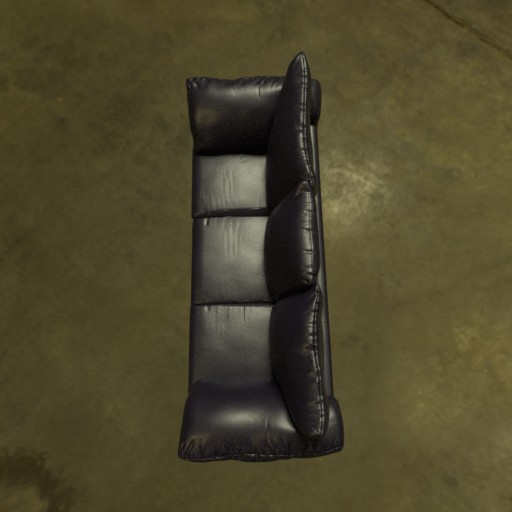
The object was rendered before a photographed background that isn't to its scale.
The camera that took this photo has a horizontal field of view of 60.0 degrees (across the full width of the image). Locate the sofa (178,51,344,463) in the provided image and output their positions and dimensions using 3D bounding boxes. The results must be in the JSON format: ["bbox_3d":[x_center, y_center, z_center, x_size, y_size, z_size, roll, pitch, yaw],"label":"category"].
[{"bbox_3d":[0.000,0.000,2.808,0.880,1.073,2.336,-1,75,0],"label":"sofa"}]
